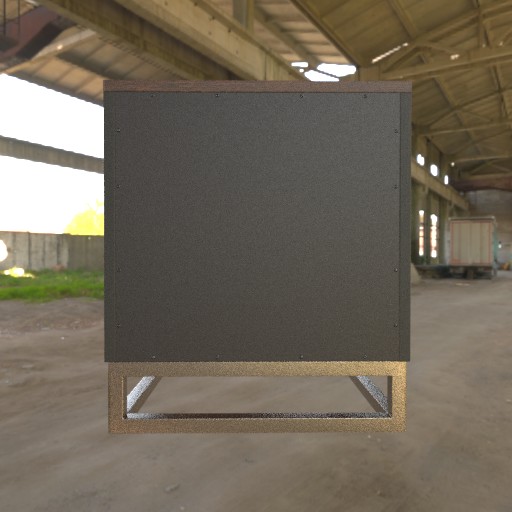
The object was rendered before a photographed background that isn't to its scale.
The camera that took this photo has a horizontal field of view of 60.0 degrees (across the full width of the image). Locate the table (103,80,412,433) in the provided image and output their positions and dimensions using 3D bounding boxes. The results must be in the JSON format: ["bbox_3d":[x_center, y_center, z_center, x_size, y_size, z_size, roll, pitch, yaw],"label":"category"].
[{"bbox_3d":[0.000,0.000,1.010,0.506,0.582,0.566,0,1,-1],"label":"table"}]
